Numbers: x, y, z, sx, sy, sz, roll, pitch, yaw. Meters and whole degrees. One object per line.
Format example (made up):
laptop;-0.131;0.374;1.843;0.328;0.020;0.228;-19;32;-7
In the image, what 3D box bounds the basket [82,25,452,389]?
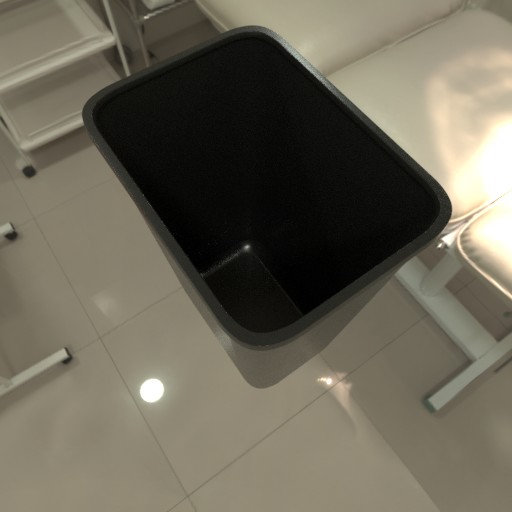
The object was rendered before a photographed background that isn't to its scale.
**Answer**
basket;0.000;0.000;0.739;0.287;0.521;0.394;-32;68;-15
